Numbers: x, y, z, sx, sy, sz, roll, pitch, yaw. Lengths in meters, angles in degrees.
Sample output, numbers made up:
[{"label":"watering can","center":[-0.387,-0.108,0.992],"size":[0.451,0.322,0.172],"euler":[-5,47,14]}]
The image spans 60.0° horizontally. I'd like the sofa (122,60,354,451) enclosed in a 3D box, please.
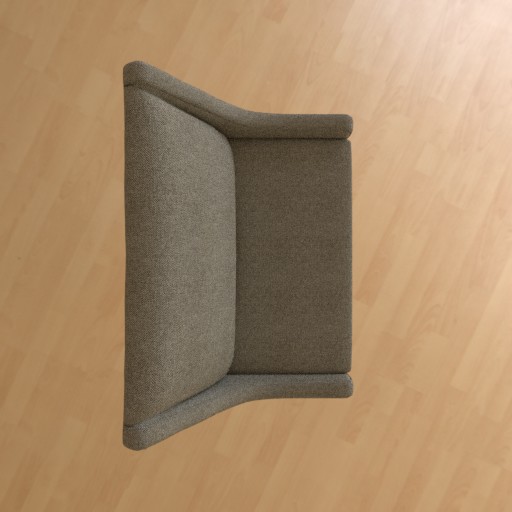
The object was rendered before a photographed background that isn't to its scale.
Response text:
[{"label":"sofa","center":[0.000,0.000,1.879],"size":[0.870,1.021,1.242],"euler":[0,90,-1]}]
